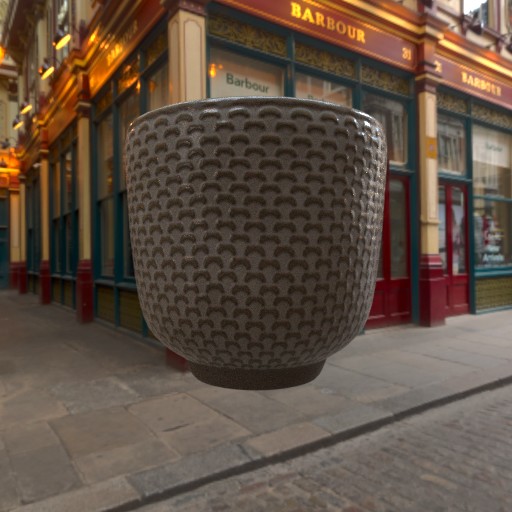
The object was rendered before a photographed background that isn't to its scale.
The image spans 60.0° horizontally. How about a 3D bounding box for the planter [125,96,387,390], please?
[{"bbox_3d":[0.000,0.000,0.304,0.173,0.160,0.173,0,0,0],"label":"planter"}]
